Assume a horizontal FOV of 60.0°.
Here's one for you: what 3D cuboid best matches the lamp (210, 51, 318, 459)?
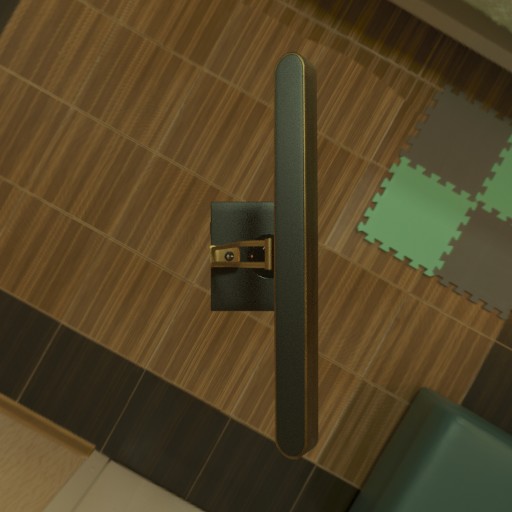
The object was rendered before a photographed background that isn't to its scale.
[{"bbox_3d":[0.000,0.000,0.605,0.156,0.345,0.412,0,89,0],"label":"lamp"}]
